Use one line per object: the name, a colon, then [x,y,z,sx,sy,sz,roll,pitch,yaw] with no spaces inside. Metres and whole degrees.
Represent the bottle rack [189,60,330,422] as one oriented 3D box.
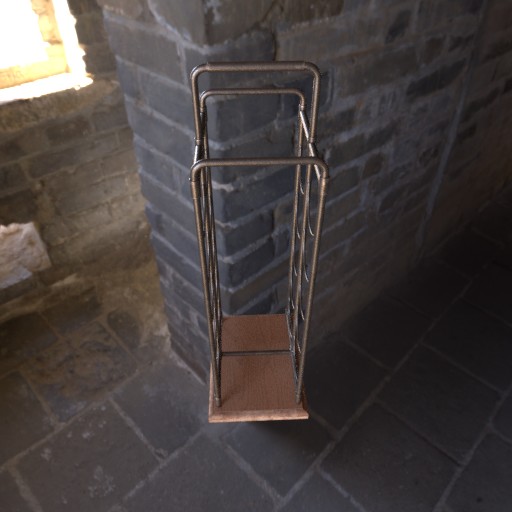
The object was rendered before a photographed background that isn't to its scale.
bottle rack: [0.000,0.000,0.804,0.208,0.680,0.276,-2,42,-2]
